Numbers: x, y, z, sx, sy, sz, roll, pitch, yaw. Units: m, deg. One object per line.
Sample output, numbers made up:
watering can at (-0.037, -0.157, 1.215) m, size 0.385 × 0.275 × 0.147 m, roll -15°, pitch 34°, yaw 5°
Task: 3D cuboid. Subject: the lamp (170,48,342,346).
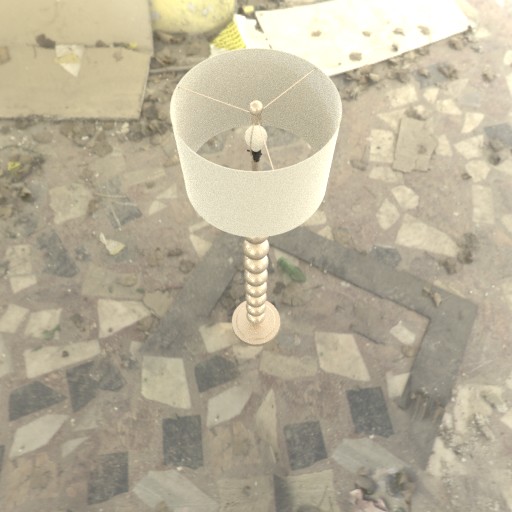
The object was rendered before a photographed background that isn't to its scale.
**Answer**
lamp at (0.000, 0.000, 1.653) m, size 0.394 × 1.474 × 0.394 m, roll 17°, pitch 63°, yaw 9°
